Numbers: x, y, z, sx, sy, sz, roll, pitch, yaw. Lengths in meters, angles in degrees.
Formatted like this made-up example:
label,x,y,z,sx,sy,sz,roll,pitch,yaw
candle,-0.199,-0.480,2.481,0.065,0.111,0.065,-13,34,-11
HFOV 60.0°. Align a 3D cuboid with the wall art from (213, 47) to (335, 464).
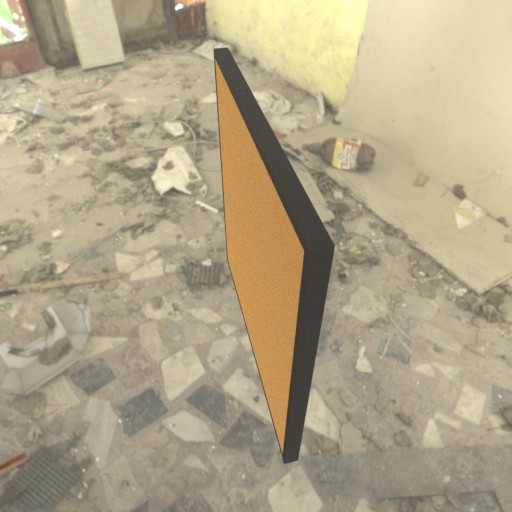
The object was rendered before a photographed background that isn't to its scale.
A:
label,x,y,z,sx,sy,sz,roll,pitch,yaw
wall art,0.000,0.000,1.137,0.038,0.763,0.763,-10,46,-10
